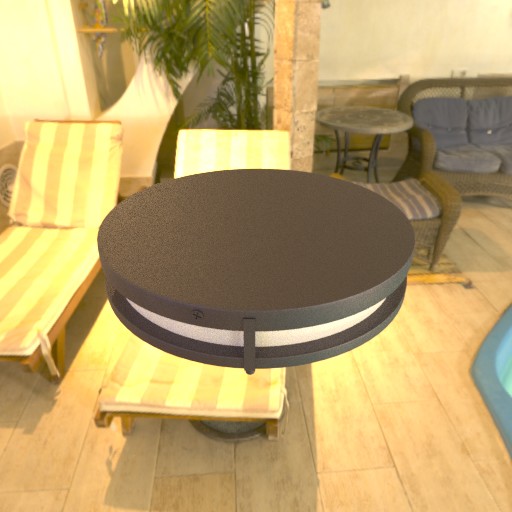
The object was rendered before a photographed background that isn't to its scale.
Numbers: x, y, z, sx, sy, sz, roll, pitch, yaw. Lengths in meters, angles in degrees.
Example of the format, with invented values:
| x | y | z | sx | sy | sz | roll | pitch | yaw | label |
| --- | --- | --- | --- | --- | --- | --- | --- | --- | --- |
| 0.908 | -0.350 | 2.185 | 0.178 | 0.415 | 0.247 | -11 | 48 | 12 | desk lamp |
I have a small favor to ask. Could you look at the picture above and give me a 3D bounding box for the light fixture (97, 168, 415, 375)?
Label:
| x | y | z | sx | sy | sz | roll | pitch | yaw | label |
| --- | --- | --- | --- | --- | --- | --- | --- | --- | --- |
| 0.000 | 0.000 | 0.540 | 0.356 | 0.102 | 0.356 | 0 | 30 | 0 | light fixture |
